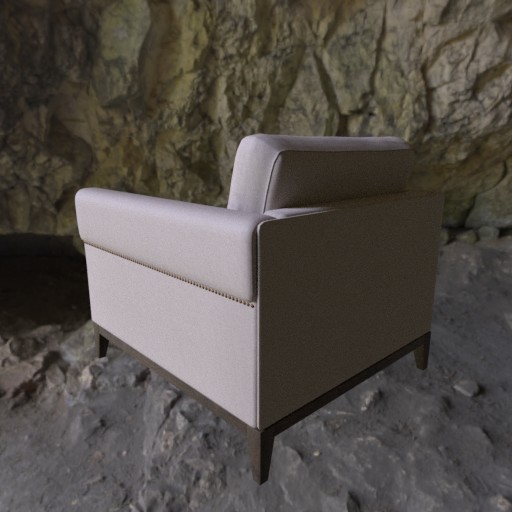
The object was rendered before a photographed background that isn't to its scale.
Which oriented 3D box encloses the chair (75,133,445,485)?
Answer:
[{"bbox_3d":[0.000,0.000,1.612,0.914,0.838,0.959,-13,19,-42],"label":"chair"}]
